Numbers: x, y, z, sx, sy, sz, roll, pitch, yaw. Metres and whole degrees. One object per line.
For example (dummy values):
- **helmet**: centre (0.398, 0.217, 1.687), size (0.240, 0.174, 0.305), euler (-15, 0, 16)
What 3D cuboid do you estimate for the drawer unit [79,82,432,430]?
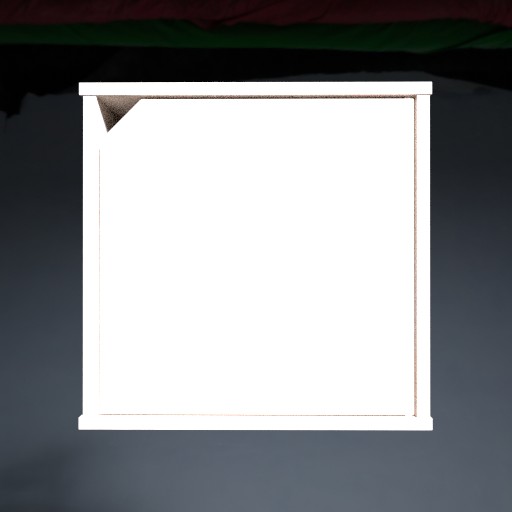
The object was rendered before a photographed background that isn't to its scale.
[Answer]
- **drawer unit**: centre (0.000, 0.000, 0.583), size (0.349, 0.344, 0.290), euler (0, 0, 0)
